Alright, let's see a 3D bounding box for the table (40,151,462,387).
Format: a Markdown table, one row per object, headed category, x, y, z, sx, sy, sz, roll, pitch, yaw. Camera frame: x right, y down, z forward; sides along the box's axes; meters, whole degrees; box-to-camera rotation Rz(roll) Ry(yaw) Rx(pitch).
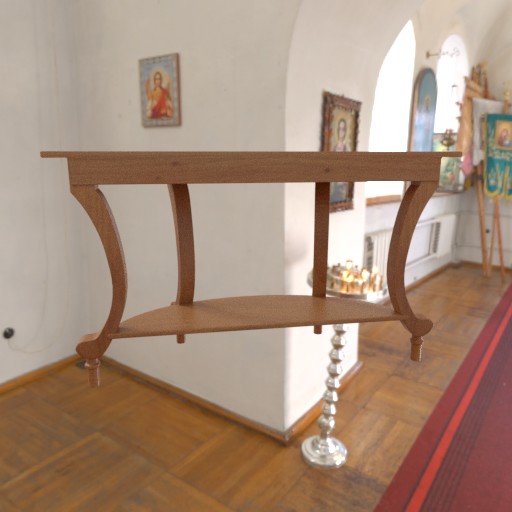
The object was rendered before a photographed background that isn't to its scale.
| category | x | y | z | sx | sy | sz | roll | pitch | yaw |
| --- | --- | --- | --- | --- | --- | --- | --- | --- | --- |
| table | 0.000 | 0.000 | 1.509 | 1.198 | 0.692 | 0.394 | -2 | 13 | -9 |
